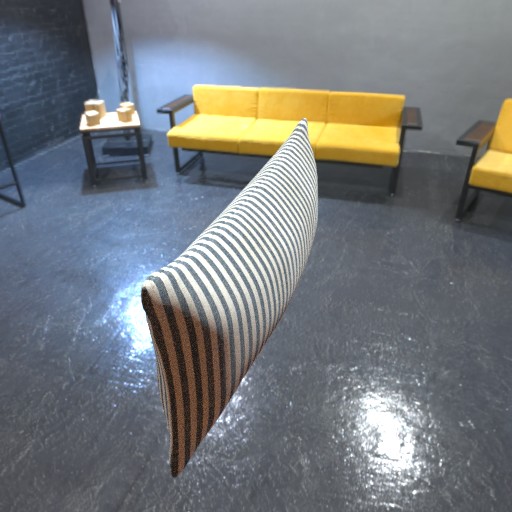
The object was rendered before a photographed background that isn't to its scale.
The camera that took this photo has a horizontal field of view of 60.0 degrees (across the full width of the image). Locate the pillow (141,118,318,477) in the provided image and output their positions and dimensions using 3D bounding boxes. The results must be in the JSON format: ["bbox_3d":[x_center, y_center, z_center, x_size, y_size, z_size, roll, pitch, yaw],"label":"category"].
[{"bbox_3d":[0.000,0.000,0.720,0.151,0.295,0.617,10,33,16],"label":"pillow"}]
